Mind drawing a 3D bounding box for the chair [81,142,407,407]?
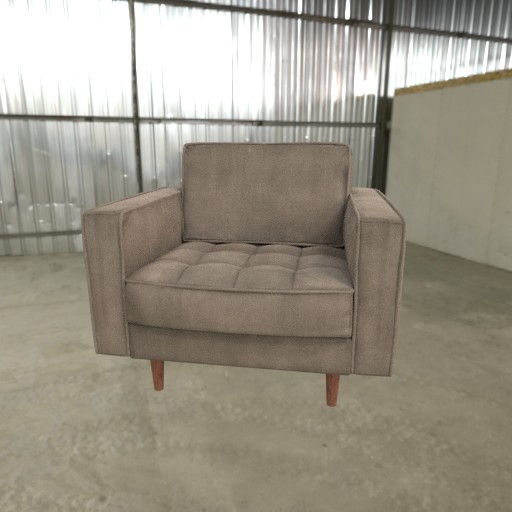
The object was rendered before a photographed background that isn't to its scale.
[{"bbox_3d":[0.000,0.000,1.556,0.928,0.773,0.843,2,15,9],"label":"chair"}]
